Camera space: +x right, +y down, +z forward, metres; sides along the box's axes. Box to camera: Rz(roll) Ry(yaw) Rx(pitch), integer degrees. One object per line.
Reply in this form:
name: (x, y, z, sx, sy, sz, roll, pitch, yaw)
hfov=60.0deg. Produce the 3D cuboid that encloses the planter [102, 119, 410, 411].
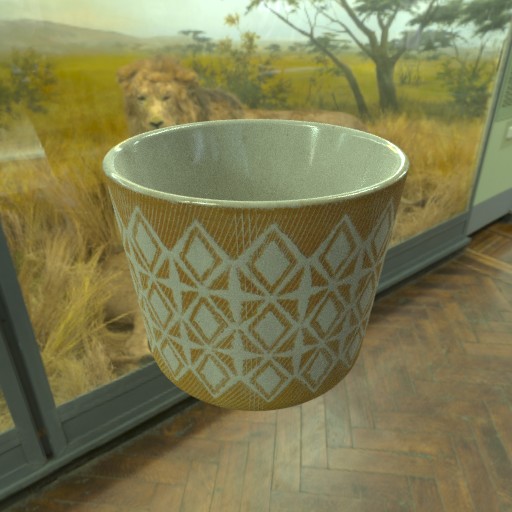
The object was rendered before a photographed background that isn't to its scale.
planter: (0.000, 0.000, 0.215, 0.126, 0.104, 0.126, 0, 29, 0)
